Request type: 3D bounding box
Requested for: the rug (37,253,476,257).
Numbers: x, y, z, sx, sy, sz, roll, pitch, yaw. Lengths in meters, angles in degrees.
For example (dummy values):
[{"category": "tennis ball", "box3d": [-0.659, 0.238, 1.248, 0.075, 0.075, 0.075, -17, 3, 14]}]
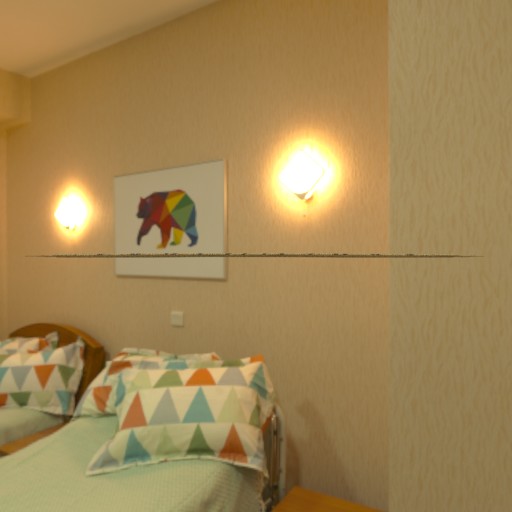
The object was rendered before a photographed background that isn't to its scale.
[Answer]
[{"category": "rug", "box3d": [0.000, 0.000, 4.252, 3.213, 0.030, 2.388, 0, 0, 0]}]
